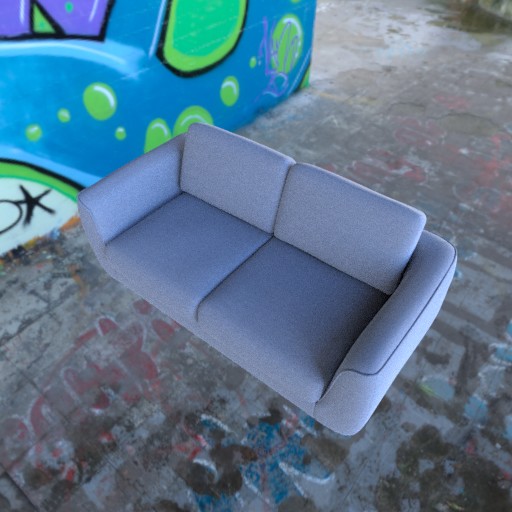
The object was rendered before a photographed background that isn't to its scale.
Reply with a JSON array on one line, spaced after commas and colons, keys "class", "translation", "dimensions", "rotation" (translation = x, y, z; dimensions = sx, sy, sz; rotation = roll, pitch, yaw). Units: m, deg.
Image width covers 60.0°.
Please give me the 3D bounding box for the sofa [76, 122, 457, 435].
[{"class": "sofa", "translation": [0.000, 0.000, 2.209], "dimensions": [1.700, 0.850, 0.920], "rotation": [29, 51, 26]}]
